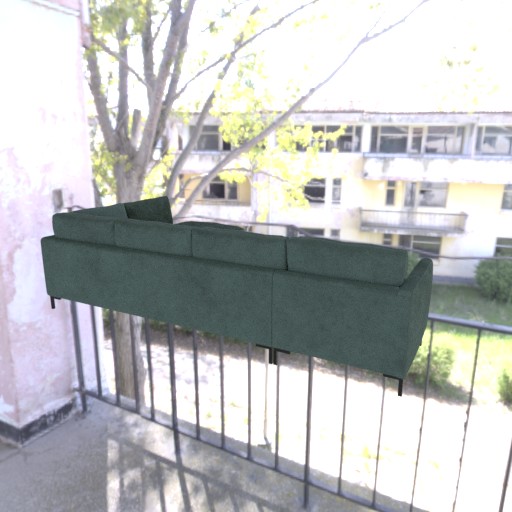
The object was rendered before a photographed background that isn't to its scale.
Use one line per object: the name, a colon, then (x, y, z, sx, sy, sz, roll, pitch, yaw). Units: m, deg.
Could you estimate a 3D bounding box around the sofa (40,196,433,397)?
sofa: (0.000, 0.000, 3.222, 2.486, 0.687, 1.707, 7, 16, 27)
